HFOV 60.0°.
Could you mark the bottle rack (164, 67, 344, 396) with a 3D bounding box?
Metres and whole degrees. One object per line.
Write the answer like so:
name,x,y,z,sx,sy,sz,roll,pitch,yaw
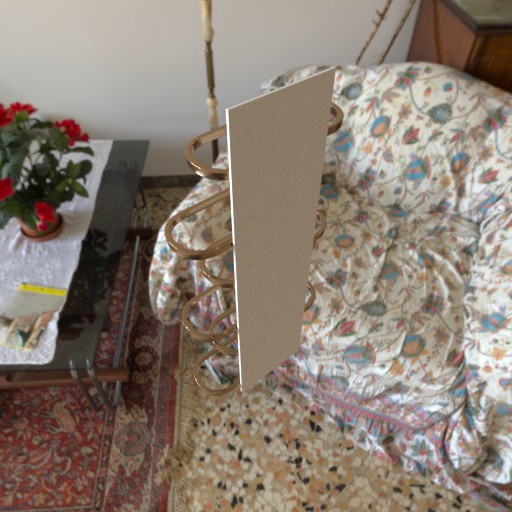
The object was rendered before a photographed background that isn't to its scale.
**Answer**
bottle rack,0.000,0.000,0.845,0.332,0.709,0.118,-31,54,-26
